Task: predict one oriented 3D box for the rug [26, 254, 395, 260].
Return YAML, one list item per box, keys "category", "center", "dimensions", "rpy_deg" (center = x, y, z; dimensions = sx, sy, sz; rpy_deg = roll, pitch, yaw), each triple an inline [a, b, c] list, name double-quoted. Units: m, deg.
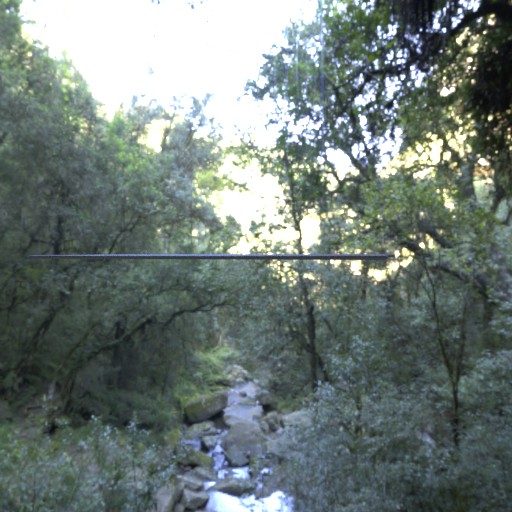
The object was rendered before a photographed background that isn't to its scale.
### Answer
- category: "rug"
  center: [0.000, 0.000, 4.194]
  dimensions: [2.472, 0.035, 3.017]
  rpy_deg: [0, 0, 18]
